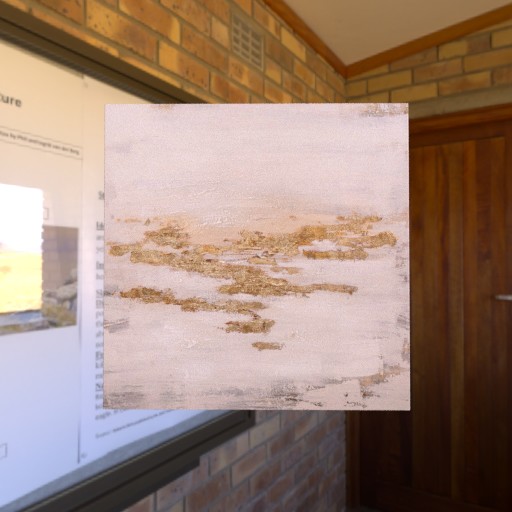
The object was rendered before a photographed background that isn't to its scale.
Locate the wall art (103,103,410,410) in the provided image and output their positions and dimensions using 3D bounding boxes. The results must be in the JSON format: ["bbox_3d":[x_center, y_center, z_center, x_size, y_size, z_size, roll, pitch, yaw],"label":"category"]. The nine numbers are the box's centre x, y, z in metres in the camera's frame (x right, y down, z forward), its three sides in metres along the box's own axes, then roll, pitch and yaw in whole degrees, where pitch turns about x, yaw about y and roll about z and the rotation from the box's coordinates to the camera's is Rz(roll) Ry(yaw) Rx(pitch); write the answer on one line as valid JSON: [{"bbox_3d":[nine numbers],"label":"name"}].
[{"bbox_3d":[0.000,0.000,0.905,0.611,0.613,0.040,0,-1,1],"label":"wall art"}]
